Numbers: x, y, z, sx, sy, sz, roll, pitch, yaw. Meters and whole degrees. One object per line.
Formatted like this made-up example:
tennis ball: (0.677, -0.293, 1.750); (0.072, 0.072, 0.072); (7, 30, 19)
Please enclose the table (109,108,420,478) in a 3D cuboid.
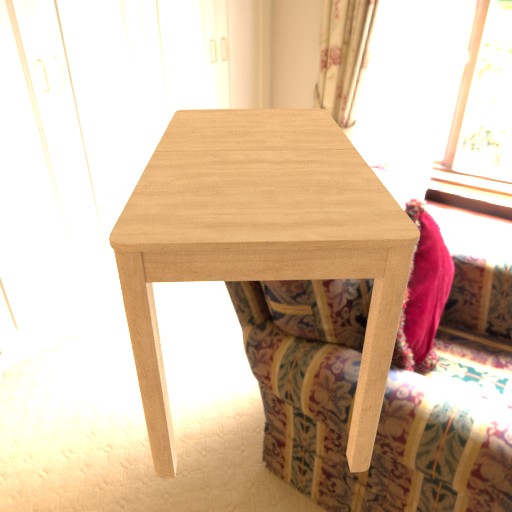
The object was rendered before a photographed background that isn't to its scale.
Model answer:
table: (0.000, 0.000, 1.859); (0.750, 0.900, 1.400); (-1, 30, -2)
